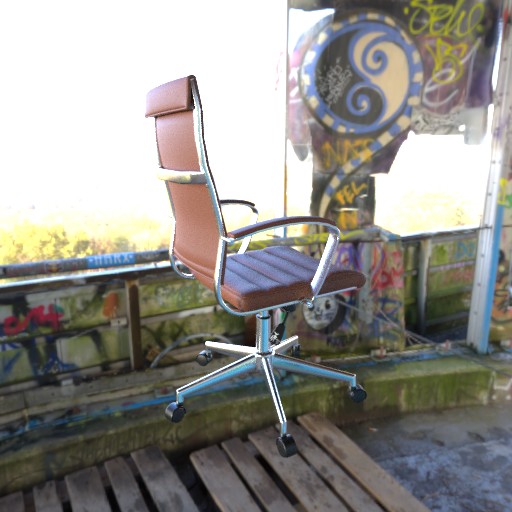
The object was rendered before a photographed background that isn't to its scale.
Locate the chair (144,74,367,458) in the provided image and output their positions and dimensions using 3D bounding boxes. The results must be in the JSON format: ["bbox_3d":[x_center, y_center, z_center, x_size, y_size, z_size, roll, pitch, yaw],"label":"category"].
[{"bbox_3d":[0.000,0.000,1.630,0.739,1.149,0.766,-7,15,-27],"label":"chair"}]
